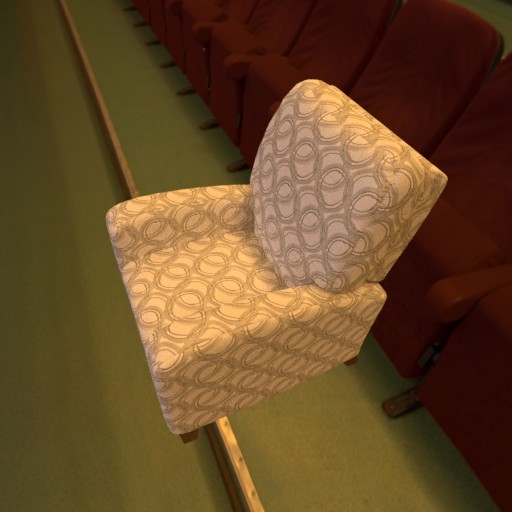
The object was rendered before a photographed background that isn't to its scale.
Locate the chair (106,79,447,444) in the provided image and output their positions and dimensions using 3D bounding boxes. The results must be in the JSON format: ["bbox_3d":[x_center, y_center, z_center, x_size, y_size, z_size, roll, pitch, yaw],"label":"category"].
[{"bbox_3d":[0.000,0.000,1.701,0.995,1.065,0.796,-17,48,-16],"label":"chair"}]
